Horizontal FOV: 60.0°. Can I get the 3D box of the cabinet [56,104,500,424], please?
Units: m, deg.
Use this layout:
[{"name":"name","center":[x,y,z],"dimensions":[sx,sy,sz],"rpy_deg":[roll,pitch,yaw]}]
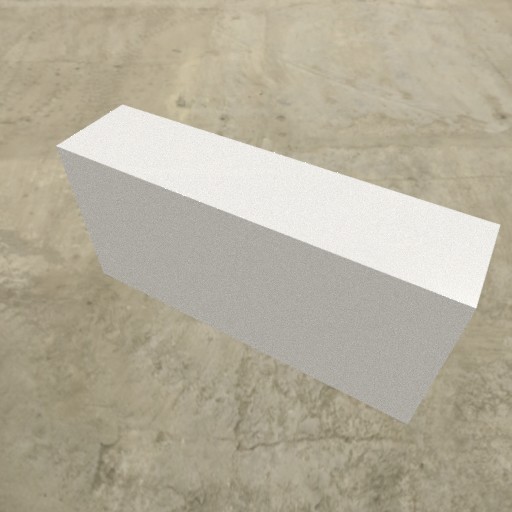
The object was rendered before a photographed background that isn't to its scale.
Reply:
[{"name":"cabinet","center":[0.000,0.000,1.931],"dimensions":[1.650,0.800,0.400],"rpy_deg":[23,50,20]}]
